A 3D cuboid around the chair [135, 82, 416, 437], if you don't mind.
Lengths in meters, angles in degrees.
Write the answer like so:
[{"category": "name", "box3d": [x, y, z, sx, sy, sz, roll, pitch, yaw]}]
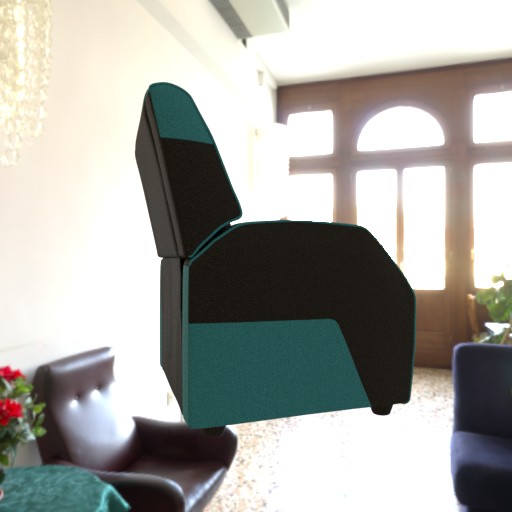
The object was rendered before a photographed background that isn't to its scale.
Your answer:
[{"category": "chair", "box3d": [0.000, 0.000, 1.306, 0.672, 0.805, 0.620, 0, 0, -18]}]
